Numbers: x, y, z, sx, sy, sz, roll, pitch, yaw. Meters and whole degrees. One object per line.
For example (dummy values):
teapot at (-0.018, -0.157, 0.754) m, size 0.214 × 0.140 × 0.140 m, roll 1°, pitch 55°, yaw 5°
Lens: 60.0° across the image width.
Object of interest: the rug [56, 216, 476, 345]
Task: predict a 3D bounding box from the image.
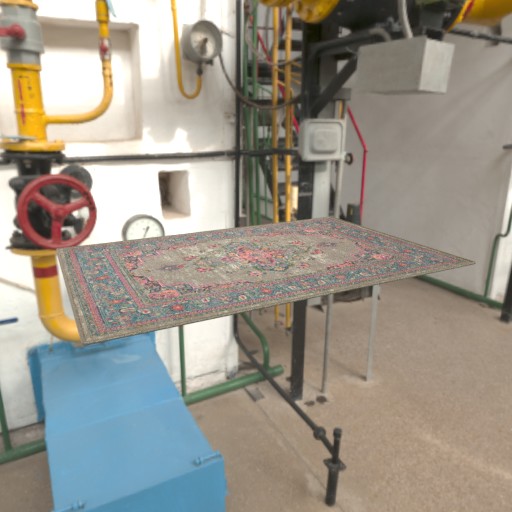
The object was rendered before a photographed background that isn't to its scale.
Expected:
rug at (0.000, 0.000, 2.190) m, size 1.748 × 0.014 × 1.144 m, roll -9°, pitch 19°, yaw -26°
